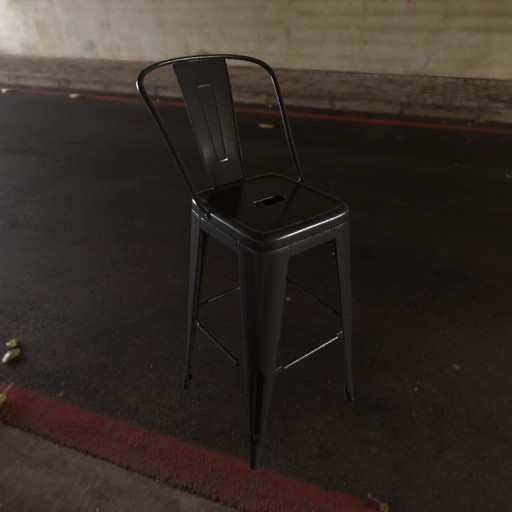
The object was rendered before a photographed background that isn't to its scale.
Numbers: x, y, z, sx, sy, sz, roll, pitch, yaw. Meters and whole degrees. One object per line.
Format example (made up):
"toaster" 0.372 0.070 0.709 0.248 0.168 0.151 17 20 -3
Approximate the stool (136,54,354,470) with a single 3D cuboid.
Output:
"stool" 0.000 0.000 1.282 0.432 1.022 0.528 -21 37 -32
